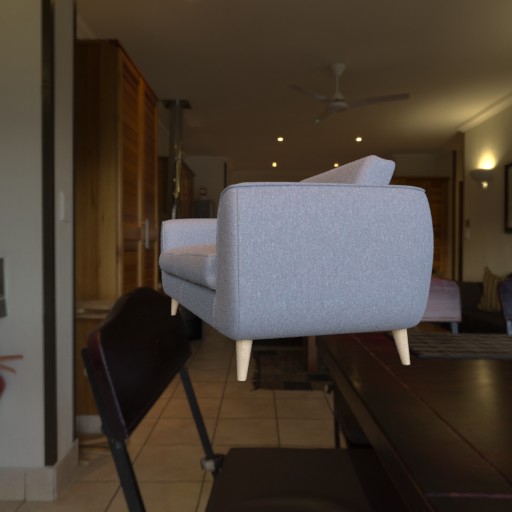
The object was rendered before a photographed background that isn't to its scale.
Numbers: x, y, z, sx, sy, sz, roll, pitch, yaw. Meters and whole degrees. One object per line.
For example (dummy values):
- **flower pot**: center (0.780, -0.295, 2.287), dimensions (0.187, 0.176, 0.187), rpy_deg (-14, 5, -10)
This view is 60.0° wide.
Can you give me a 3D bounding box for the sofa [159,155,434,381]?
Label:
- **sofa**: center (0.000, 0.000, 2.556), dimensions (0.920, 0.870, 2.000), rpy_deg (0, 1, -19)
